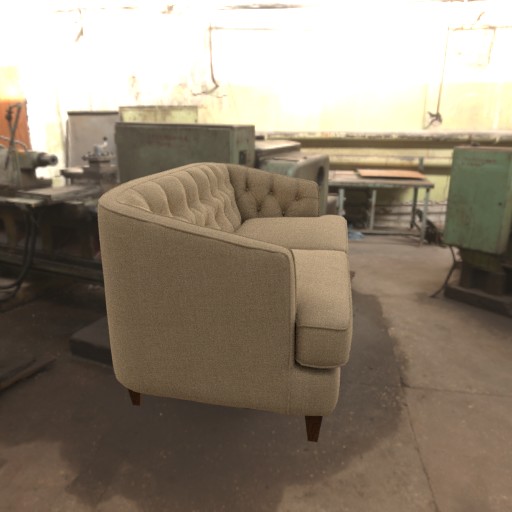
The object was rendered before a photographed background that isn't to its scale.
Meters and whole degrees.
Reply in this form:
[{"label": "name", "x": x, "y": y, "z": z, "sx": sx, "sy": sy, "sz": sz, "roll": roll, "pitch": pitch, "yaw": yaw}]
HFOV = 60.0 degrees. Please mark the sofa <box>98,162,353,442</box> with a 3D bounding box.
[{"label": "sofa", "x": 0.000, "y": 0.000, "z": 2.266, "sx": 0.941, "sy": 0.855, "sz": 1.733, "roll": 3, "pitch": 17, "yaw": 10}]
